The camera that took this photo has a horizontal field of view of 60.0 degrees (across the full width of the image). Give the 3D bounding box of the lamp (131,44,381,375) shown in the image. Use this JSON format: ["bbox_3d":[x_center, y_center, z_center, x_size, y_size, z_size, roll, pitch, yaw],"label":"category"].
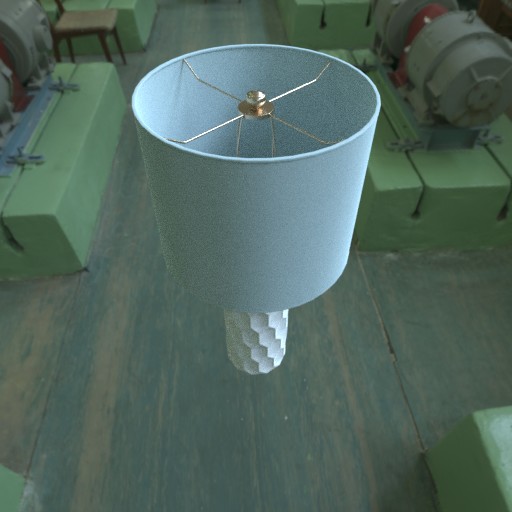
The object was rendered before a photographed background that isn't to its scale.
[{"bbox_3d":[0.000,0.000,0.692,0.277,0.534,0.277,-4,46,-4],"label":"lamp"}]
